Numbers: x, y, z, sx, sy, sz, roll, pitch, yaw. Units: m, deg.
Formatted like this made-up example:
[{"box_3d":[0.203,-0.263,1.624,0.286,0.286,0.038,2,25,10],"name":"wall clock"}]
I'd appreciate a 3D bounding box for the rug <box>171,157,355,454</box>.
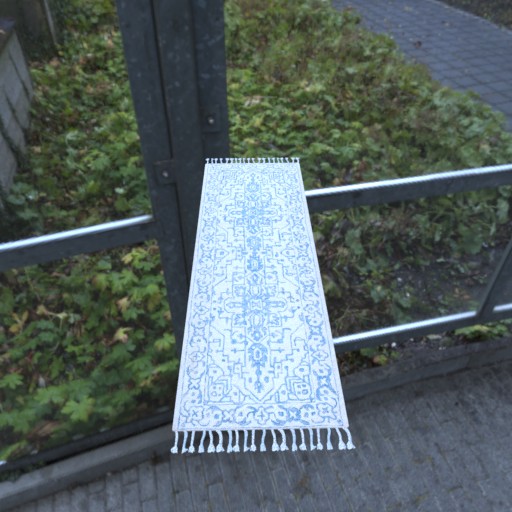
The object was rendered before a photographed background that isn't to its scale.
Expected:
[{"box_3d":[0.000,0.000,2.748,0.774,0.011,2.449,-1,41,-1],"name":"rug"}]
